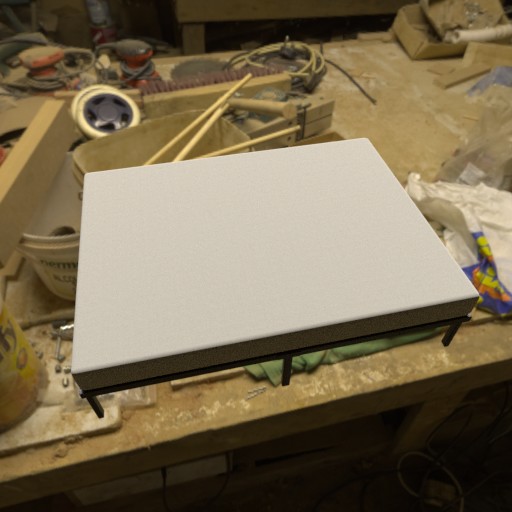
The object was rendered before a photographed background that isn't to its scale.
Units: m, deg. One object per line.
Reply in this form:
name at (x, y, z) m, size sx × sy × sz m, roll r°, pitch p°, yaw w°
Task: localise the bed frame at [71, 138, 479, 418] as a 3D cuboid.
bed frame at (0.000, 0.000, 3.606) m, size 2.635 × 0.680 × 1.990 m, roll -9°, pitch 48°, yaw -9°
